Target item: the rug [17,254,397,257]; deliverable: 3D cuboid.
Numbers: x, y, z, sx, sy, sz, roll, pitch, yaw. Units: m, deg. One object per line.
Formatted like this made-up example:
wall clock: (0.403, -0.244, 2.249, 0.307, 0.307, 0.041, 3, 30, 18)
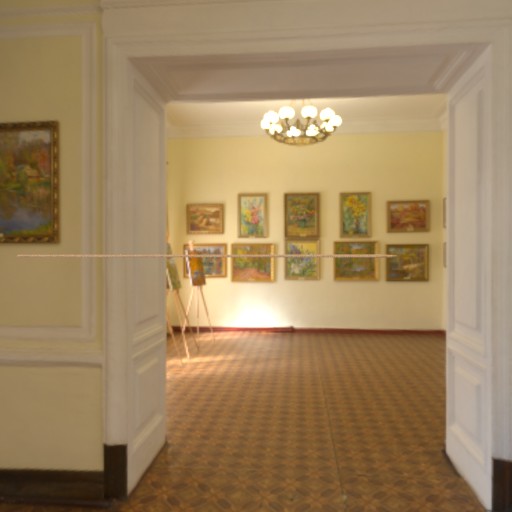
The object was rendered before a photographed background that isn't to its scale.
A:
rug: (0.000, 0.000, 3.865, 2.288, 0.018, 2.895, 0, 0, 19)
